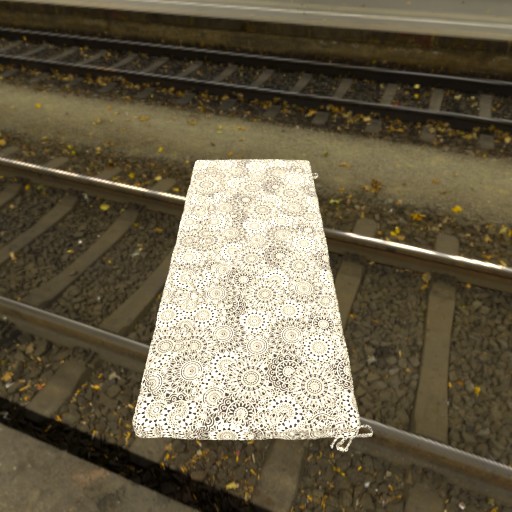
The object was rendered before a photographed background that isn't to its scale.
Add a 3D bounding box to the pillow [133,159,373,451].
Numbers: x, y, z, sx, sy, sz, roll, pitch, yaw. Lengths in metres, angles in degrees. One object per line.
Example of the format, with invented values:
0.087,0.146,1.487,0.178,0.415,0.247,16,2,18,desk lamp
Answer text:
0.000,0.000,1.331,0.492,0.081,1.187,0,39,0,pillow
